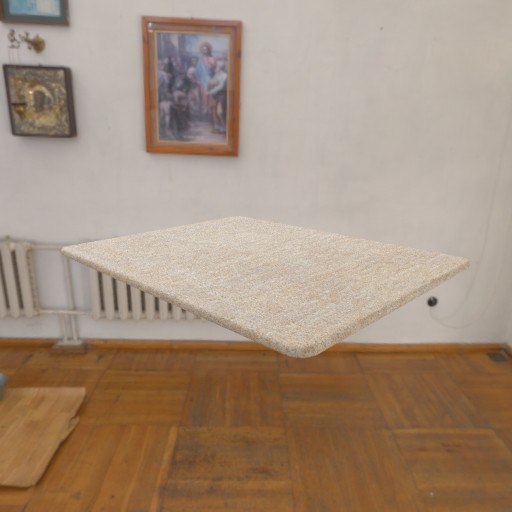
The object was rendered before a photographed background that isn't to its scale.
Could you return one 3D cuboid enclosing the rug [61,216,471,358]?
[{"bbox_3d":[0.000,0.000,3.407,2.528,0.048,2.009,15,21,42],"label":"rug"}]
